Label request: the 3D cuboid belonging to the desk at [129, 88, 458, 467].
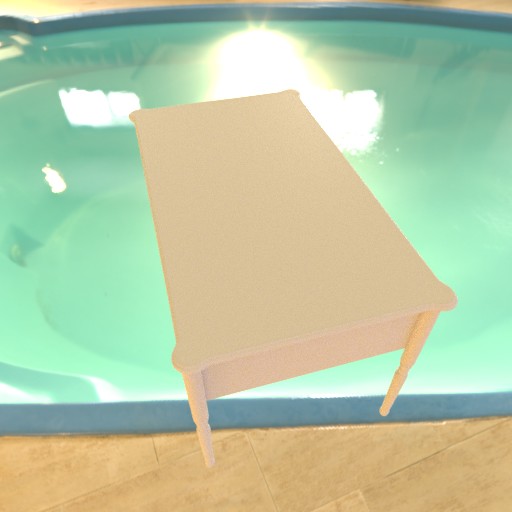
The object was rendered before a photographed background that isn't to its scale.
[{"bbox_3d":[0.000,0.000,1.878,0.807,0.762,1.380,-12,47,-11],"label":"desk"}]
